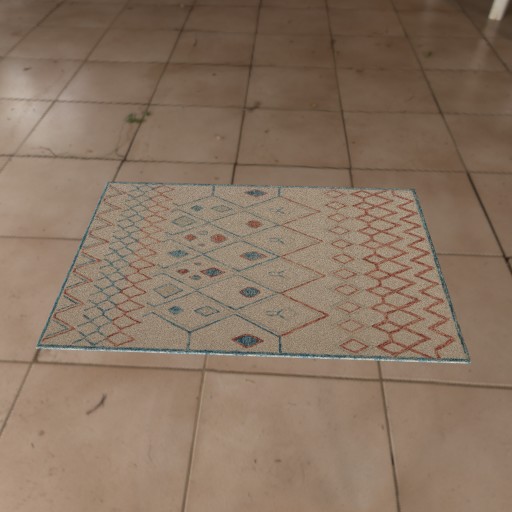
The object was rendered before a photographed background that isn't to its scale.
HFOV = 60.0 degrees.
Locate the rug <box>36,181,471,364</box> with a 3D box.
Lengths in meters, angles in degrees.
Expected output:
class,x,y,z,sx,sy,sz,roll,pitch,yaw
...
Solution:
class,x,y,z,sx,sy,sz,roll,pitch,yaw
rug,0.000,0.000,2.993,2.438,0.015,1.524,2,47,2
